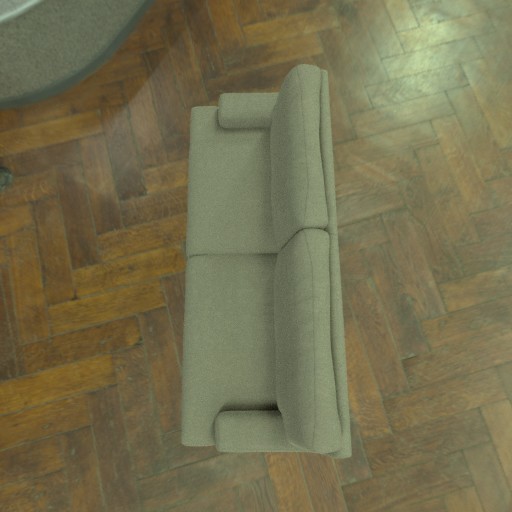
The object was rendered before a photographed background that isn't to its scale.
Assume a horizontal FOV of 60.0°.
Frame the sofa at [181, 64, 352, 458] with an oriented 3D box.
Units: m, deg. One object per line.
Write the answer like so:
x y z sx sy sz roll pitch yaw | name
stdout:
0.000 0.000 2.872 0.962 0.980 2.354 -1 75 0 | sofa
